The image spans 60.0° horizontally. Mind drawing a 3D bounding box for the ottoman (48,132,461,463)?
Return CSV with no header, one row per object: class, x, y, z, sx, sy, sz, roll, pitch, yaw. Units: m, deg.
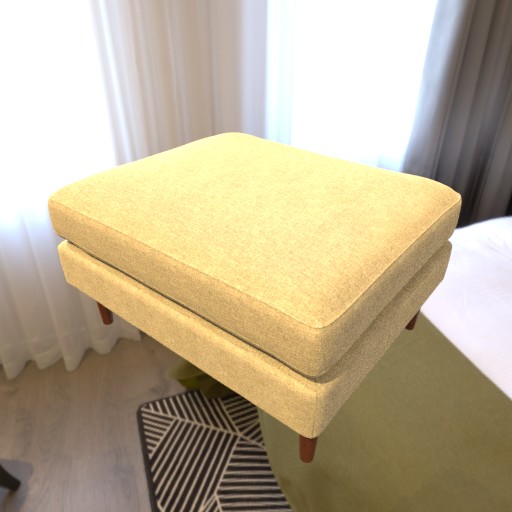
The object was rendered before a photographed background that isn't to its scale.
ottoman,0.000,0.000,1.196,0.821,0.474,0.693,23,38,33
